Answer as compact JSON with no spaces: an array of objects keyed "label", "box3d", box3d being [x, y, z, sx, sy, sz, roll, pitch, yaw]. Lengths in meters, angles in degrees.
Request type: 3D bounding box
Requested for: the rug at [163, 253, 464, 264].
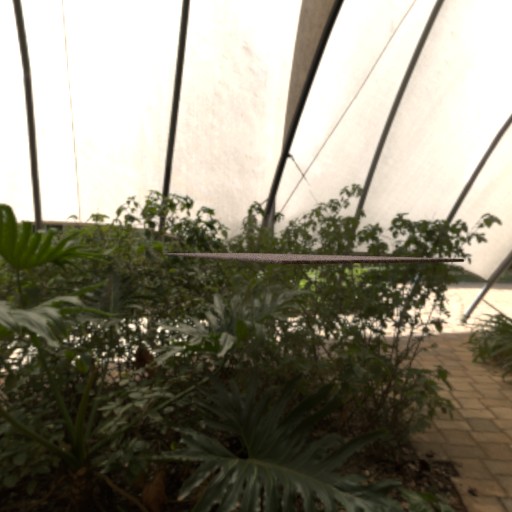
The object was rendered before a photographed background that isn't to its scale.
[{"label":"rug","box3d":[0.000,0.000,2.472,0.691,0.011,2.296,0,1,-20]}]
